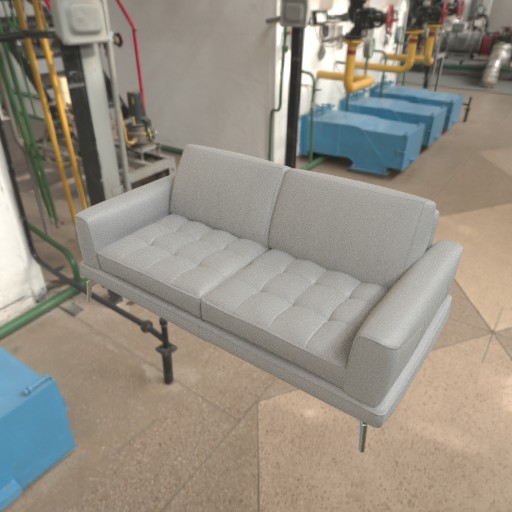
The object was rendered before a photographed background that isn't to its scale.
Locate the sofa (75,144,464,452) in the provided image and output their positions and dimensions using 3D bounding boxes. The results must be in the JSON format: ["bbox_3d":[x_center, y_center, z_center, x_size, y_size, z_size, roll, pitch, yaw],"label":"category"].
[{"bbox_3d":[0.000,0.000,2.704,2.177,0.930,1.121,20,36,30],"label":"sofa"}]
